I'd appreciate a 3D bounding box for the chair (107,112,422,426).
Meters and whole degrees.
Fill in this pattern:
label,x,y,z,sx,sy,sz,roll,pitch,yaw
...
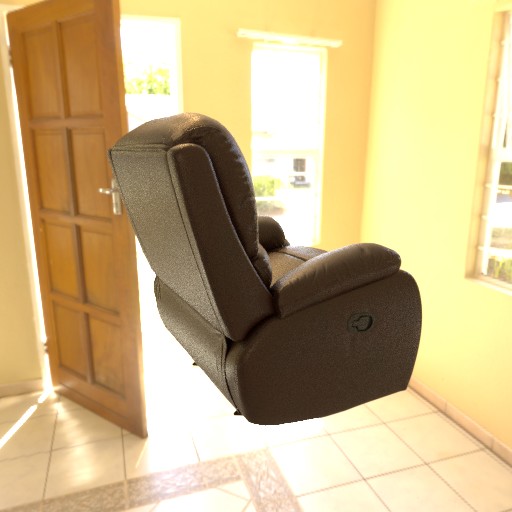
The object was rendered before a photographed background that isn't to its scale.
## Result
label,x,y,z,sx,sy,sz,roll,pitch,yaw
chair,0.000,0.000,1.701,0.899,1.011,0.930,-7,15,-27
